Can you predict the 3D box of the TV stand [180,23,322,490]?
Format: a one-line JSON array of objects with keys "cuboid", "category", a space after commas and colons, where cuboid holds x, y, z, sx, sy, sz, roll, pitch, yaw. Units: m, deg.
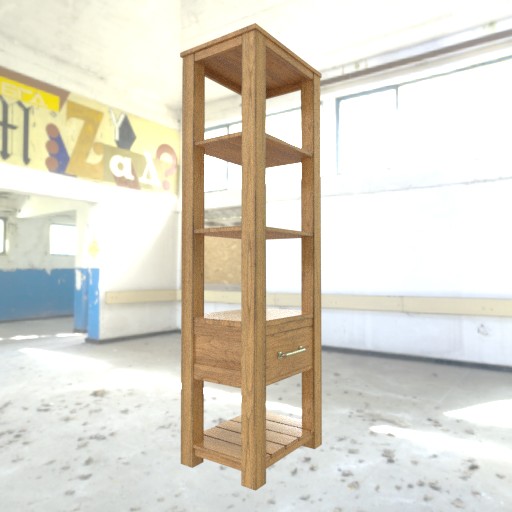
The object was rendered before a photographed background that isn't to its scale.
[{"cuboid": [0.000, 0.000, 2.068, 0.435, 1.828, 0.565, -1, -2, 36], "category": "TV stand"}]
